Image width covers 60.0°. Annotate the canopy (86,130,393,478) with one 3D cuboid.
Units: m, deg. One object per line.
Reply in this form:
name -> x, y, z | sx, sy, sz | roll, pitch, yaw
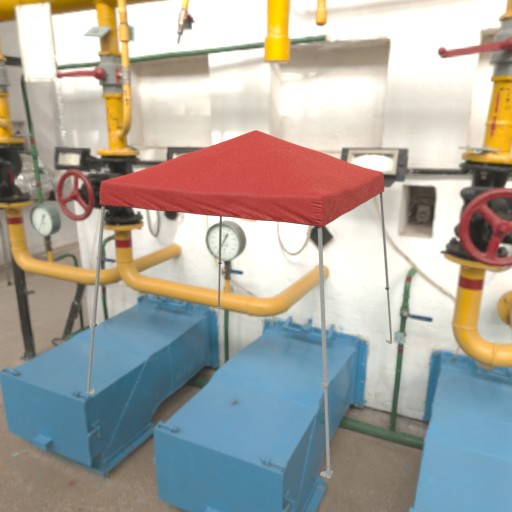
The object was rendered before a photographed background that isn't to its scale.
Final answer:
canopy -> 0.000, 0.000, 6.591 | 3.599, 3.600, 3.600 | 8, 18, 26
